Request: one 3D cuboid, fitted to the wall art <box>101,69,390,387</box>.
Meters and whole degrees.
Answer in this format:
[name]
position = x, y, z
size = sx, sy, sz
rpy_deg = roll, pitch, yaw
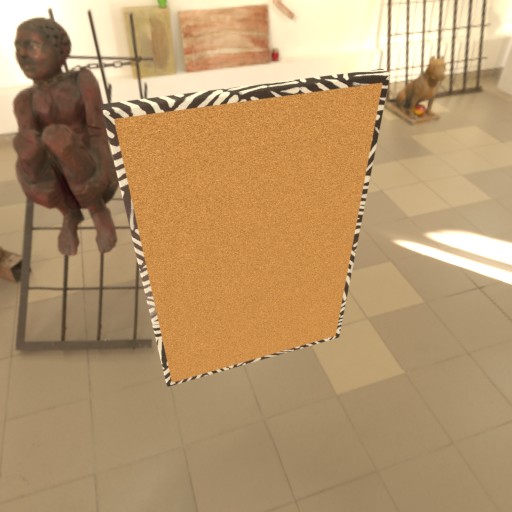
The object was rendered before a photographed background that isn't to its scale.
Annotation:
[wall art]
position = 0.000, 0.000, 1.210
size = 0.615, 0.918, 0.035
rpy_deg = -13, 43, -14
